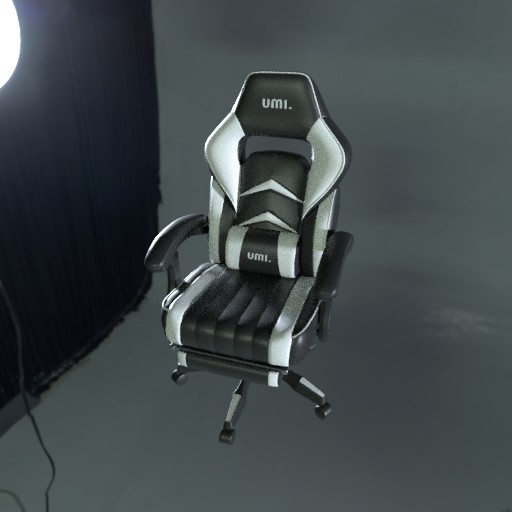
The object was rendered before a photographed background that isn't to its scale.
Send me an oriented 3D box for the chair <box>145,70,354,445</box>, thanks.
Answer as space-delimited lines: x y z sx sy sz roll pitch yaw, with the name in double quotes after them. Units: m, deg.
0.000 0.000 1.607 0.676 1.200 0.700 8 28 16 "chair"
